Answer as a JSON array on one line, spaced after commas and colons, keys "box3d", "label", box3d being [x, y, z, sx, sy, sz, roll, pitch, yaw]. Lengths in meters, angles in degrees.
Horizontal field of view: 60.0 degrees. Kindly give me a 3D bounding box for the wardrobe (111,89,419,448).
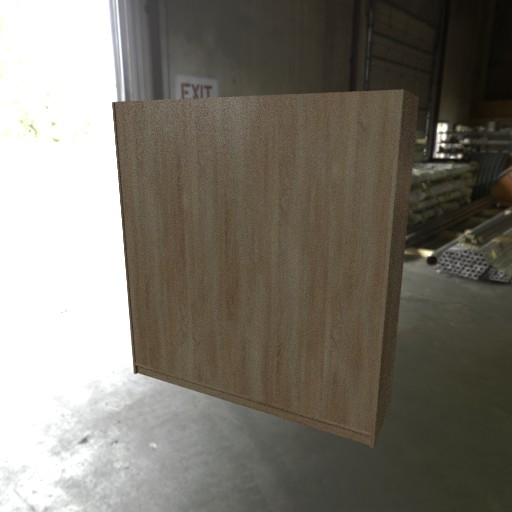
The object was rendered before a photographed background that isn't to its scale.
[{"box3d": [0.000, 0.000, 3.239, 1.998, 2.159, 0.598, 8, 17, 26], "label": "wardrobe"}]
